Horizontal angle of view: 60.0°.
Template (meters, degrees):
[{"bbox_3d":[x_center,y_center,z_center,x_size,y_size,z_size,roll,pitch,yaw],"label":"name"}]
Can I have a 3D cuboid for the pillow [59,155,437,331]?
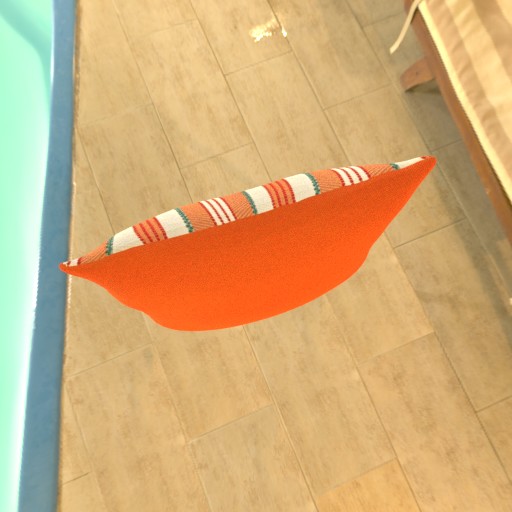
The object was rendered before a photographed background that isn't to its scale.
[{"bbox_3d":[0.000,0.000,0.689,0.440,0.441,0.182,-16,77,-4],"label":"pillow"}]
